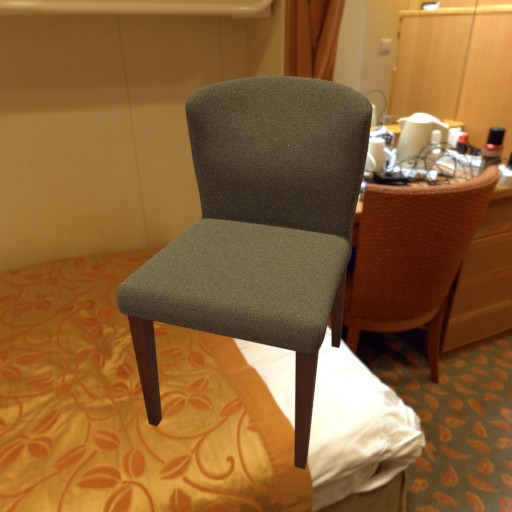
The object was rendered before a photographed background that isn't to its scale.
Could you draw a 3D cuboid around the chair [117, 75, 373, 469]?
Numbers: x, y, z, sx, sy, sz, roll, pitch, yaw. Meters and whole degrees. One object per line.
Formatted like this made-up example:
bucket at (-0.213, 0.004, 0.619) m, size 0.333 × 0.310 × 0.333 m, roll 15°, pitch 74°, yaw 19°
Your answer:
chair at (0.000, 0.000, 1.173) m, size 0.491 × 0.839 × 0.589 m, roll 9°, pitch 29°, yaw 17°
